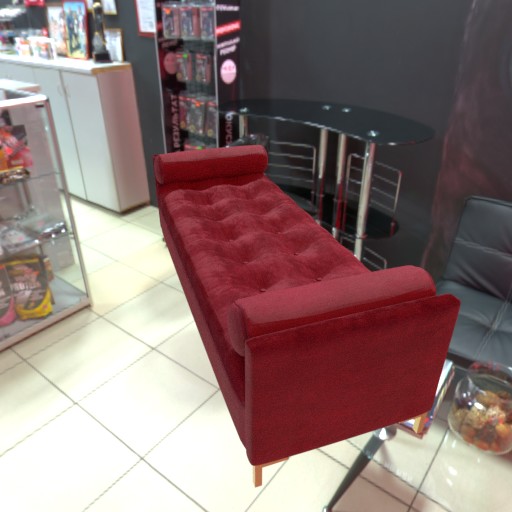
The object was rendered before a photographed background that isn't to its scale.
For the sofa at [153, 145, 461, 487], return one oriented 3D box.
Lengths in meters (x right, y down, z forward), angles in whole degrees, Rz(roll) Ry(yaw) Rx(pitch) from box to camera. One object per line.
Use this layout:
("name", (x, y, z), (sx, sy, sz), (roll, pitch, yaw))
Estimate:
("sofa", (0.000, 0.000, 2.397), (0.796, 0.705, 2.102), (-10, 31, -17))
